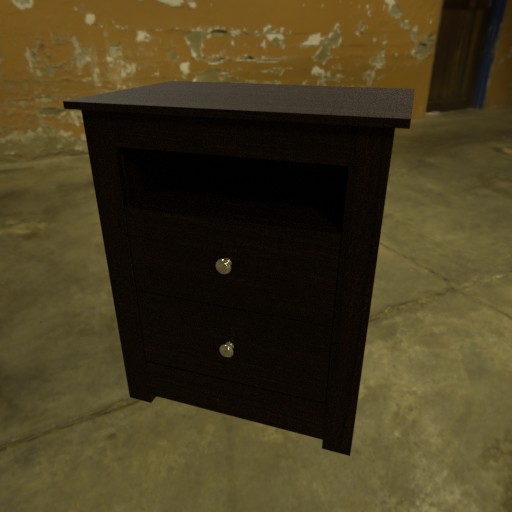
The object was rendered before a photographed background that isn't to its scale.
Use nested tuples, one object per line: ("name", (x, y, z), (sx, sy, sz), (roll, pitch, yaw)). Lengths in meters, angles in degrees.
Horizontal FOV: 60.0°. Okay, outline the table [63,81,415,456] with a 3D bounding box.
("table", (0.000, 0.000, 1.032), (0.591, 0.711, 0.406), (8, 28, 16))
